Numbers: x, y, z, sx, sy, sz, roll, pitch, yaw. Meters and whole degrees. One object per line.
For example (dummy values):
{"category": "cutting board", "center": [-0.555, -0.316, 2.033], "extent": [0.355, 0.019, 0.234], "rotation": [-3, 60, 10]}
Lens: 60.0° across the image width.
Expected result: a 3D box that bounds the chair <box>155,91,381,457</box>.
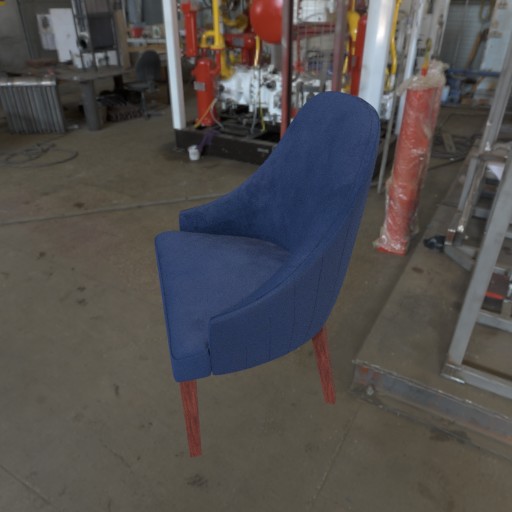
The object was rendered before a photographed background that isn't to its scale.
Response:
{"category": "chair", "center": [0.000, 0.000, 1.321], "extent": [0.575, 0.889, 0.643], "rotation": [-8, 32, -13]}
